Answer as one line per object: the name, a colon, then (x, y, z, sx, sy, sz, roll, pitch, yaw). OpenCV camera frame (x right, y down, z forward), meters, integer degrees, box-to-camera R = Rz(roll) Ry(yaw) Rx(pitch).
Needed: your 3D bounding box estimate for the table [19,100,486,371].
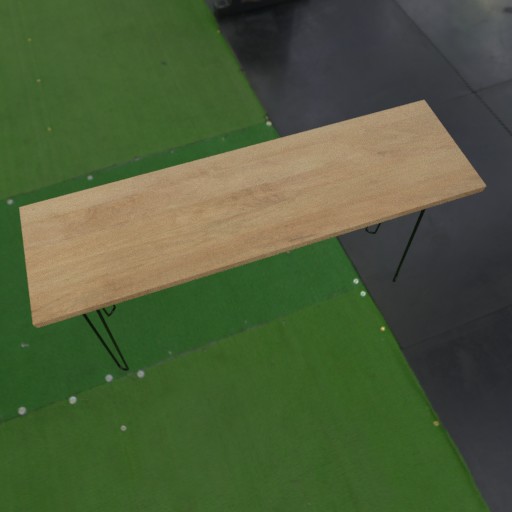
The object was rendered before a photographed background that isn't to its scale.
table: (0.000, 0.000, 1.730, 1.400, 0.799, 0.399, -17, 64, -9)
